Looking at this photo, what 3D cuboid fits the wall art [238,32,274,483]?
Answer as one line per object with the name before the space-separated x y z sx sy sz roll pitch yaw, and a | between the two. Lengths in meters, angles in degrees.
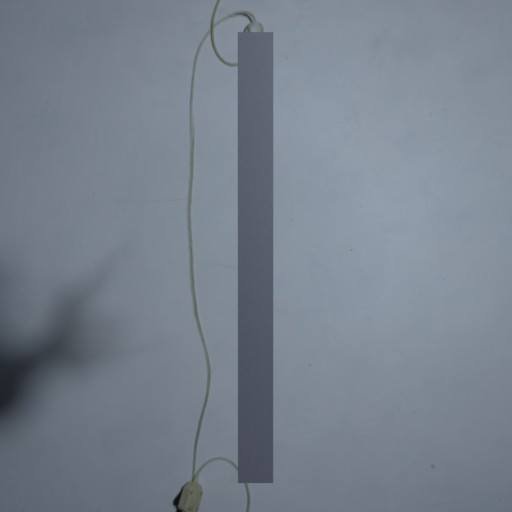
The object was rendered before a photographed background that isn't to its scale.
wall art | 0.000 0.000 0.754 0.040 0.509 0.509 0 91 0
